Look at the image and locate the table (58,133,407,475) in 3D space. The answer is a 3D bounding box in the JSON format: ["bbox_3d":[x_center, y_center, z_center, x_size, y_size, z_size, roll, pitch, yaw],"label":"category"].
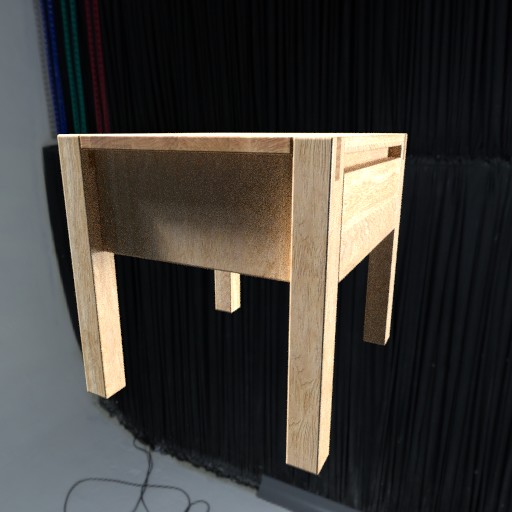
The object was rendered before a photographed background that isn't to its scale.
[{"bbox_3d":[0.000,0.000,0.848,0.440,0.450,0.480,8,18,26],"label":"table"}]
